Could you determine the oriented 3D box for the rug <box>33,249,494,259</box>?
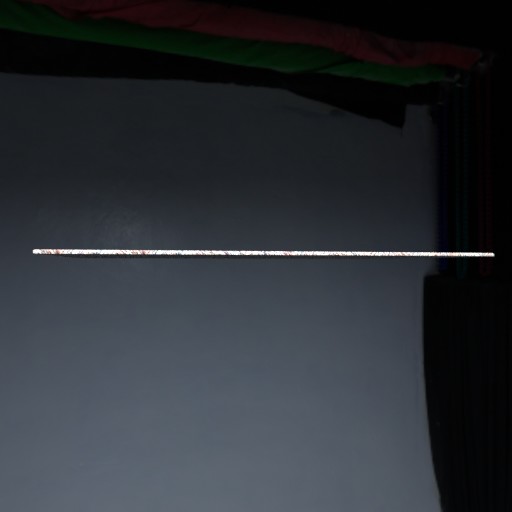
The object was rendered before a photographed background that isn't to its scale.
[{"bbox_3d":[0.000,0.000,2.144,1.761,0.014,1.143,0,-1,-16],"label":"rug"}]
